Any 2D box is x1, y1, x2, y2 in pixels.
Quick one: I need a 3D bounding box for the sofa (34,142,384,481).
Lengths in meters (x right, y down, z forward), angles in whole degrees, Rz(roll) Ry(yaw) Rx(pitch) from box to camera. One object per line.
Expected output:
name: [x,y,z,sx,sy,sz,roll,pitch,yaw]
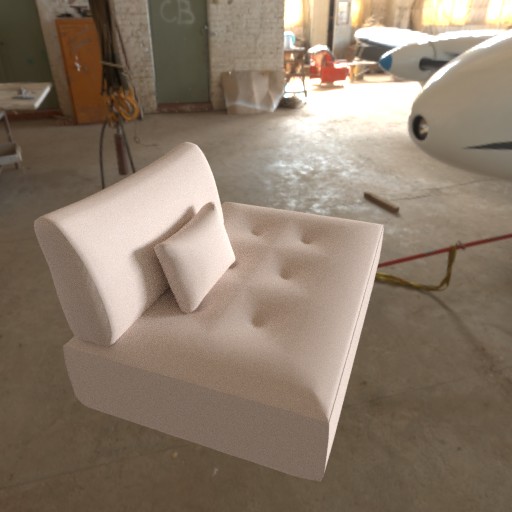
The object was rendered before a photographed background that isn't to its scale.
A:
sofa: [0.000,0.000,1.995,1.000,0.820,1.450,10,31,18]
